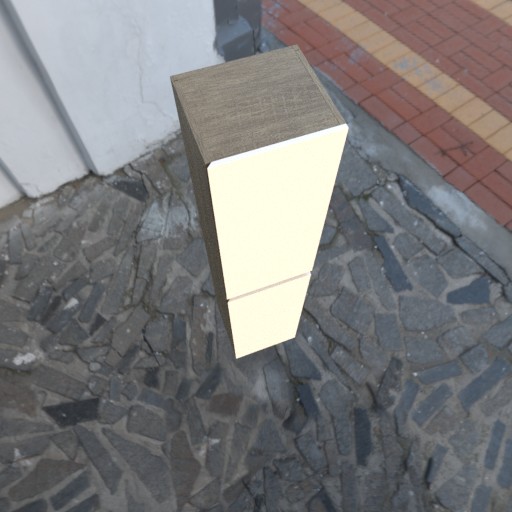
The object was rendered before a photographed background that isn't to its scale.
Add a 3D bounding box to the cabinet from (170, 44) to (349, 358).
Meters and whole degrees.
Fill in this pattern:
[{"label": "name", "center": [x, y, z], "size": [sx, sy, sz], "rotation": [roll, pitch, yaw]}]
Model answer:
[{"label": "cabinet", "center": [0.000, 0.000, 1.549], "size": [0.300, 1.400, 0.270], "rotation": [-18, 64, -9]}]
